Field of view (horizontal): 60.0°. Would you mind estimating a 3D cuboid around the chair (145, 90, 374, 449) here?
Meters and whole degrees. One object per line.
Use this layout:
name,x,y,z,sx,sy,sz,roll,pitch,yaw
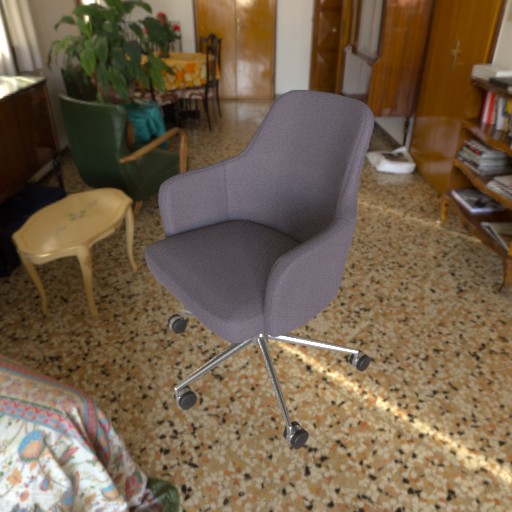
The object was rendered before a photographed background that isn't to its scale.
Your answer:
chair,0.000,0.000,1.256,0.600,0.820,0.655,-21,36,-31
